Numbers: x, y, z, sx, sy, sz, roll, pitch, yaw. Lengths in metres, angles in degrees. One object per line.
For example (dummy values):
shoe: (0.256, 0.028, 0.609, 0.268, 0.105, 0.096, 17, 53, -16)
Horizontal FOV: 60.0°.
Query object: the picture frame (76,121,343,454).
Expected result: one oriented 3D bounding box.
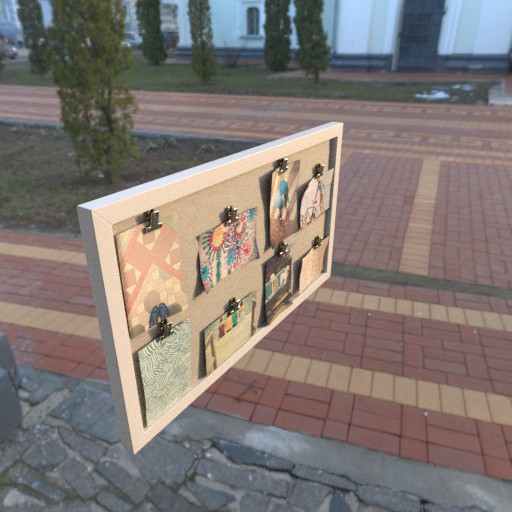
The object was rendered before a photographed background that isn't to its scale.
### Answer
picture frame: (0.000, 0.000, 0.802, 0.044, 0.379, 0.647, 17, 31, 30)
